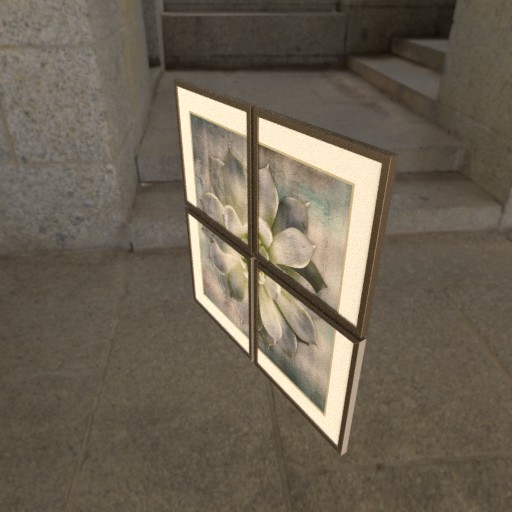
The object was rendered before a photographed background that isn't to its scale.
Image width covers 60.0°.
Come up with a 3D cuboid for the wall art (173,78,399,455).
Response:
[{"bbox_3d":[0.000,0.000,1.569,0.030,1.032,1.032,-20,37,-29],"label":"wall art"}]
